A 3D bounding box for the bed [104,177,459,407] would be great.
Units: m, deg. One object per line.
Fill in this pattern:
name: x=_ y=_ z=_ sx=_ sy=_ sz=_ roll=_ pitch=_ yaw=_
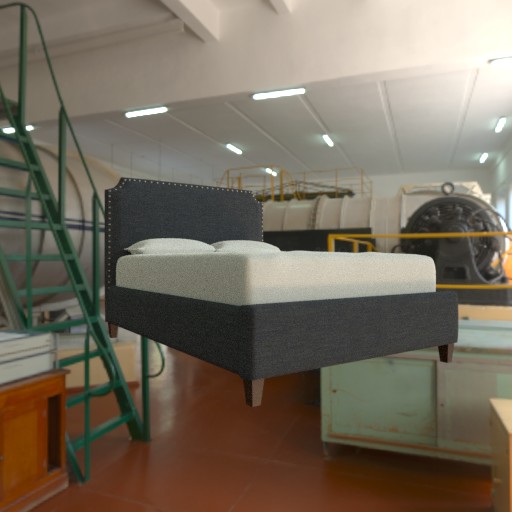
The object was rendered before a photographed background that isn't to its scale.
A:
bed: x=0.000 y=0.000 z=3.485 sx=1.713 sy=1.443 sz=2.372 roll=0 pitch=-1 yaw=-34
